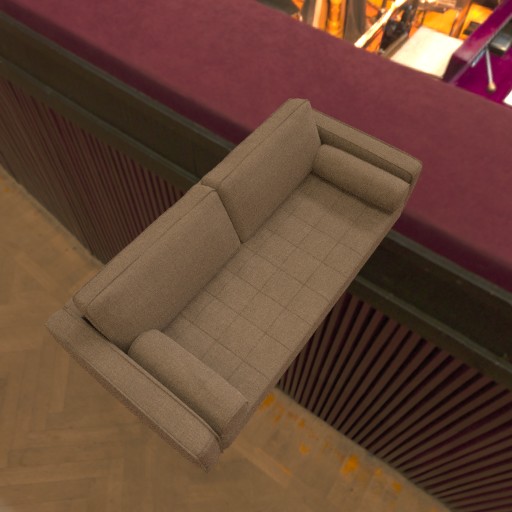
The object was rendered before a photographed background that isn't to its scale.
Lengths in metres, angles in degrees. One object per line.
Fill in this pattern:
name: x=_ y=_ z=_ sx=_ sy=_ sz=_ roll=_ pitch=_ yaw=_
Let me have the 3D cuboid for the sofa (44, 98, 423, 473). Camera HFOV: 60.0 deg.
sofa: x=0.000 y=0.000 z=2.294 sx=0.914 sy=0.762 sz=1.879 roll=33 pitch=63 yaw=19
